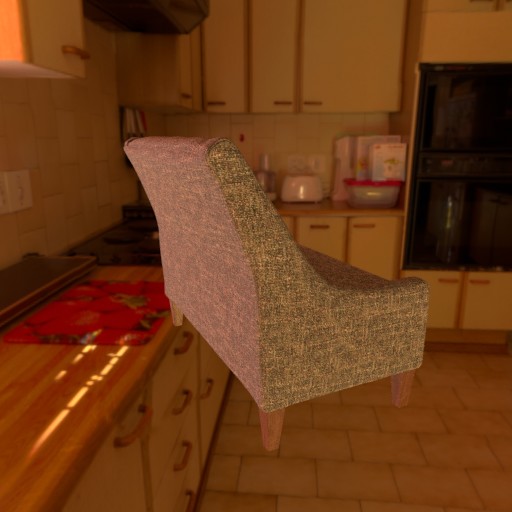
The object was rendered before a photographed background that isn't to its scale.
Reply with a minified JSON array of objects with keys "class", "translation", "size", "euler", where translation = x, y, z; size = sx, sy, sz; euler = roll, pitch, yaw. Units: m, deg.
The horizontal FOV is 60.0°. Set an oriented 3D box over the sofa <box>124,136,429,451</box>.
[{"class":"sofa","translation":[0.000,0.000,1.958],"size":[0.870,1.021,1.242],"euler":[-7,17,-25]}]
